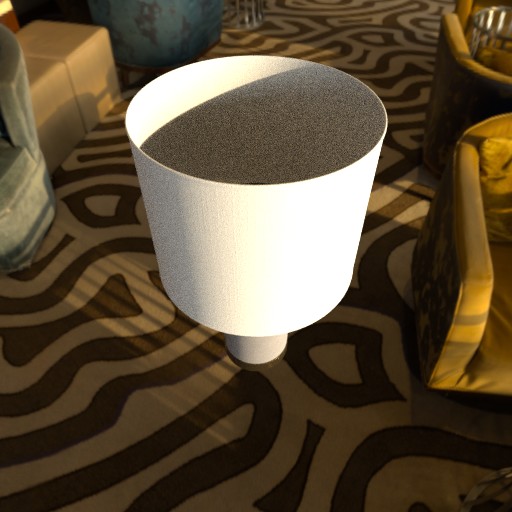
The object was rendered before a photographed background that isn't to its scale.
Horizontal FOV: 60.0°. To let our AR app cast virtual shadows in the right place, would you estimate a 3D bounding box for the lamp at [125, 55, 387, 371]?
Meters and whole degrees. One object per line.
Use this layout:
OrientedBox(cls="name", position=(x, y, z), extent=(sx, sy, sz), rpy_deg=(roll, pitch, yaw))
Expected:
OrientedBox(cls="lamp", position=(0.000, 0.000, 0.531), extent=(0.229, 0.380, 0.229), rpy_deg=(0, 46, 0))
